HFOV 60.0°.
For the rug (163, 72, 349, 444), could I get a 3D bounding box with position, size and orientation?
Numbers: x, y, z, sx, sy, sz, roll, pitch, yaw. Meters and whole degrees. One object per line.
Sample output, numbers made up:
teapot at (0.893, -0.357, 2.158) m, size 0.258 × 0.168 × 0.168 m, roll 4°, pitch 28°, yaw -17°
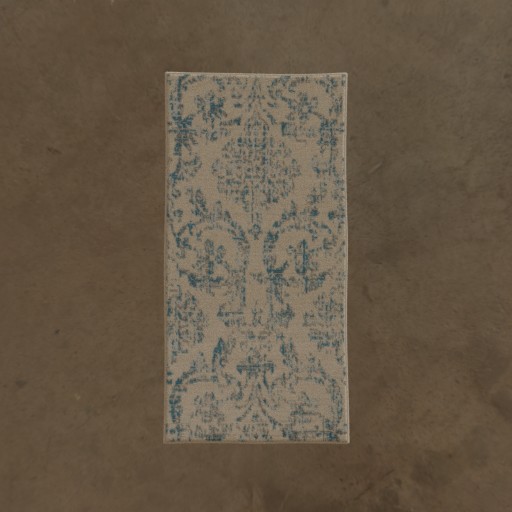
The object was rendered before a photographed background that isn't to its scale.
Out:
rug at (0.000, 0.000, 1.452) m, size 0.605 × 0.007 × 1.220 m, roll 0°, pitch 89°, yaw 0°
